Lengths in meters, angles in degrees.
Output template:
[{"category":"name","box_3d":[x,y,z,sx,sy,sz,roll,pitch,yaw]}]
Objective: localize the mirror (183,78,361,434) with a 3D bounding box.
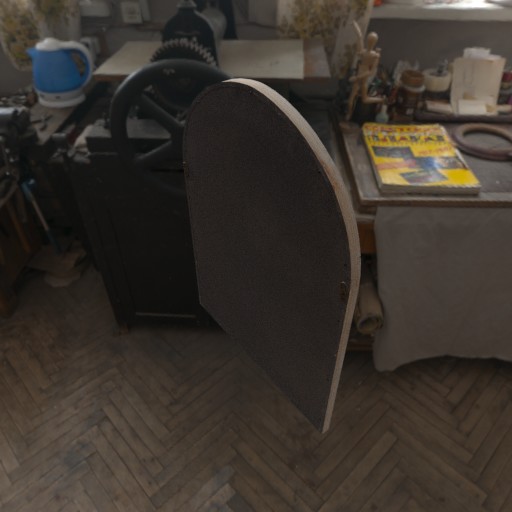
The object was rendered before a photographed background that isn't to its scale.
[{"category":"mirror","box_3d":[0.000,0.000,1.201,0.032,0.920,0.660,-27,48,-28]}]
